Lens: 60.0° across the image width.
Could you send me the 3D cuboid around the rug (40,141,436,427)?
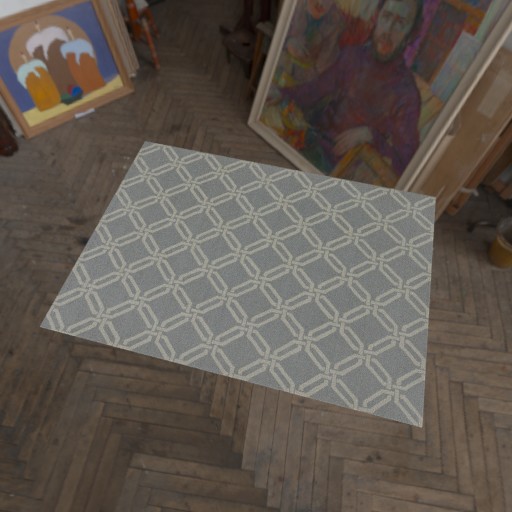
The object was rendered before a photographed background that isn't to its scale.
[{"bbox_3d":[0.000,0.000,4.366,3.353,0.013,2.438,13,58,8],"label":"rug"}]
